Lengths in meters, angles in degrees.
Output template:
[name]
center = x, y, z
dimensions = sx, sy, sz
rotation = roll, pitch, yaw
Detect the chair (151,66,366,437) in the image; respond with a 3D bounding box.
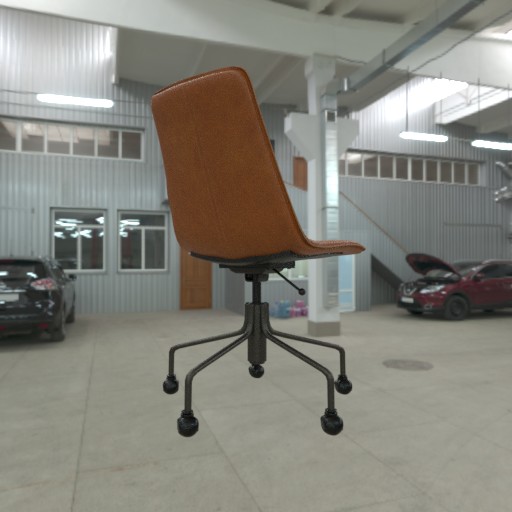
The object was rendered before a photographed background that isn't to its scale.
[chair]
center = 0.000, 0.000, 1.377
dimensions = 0.651, 0.920, 0.660
rotation = 0, -1, 36
